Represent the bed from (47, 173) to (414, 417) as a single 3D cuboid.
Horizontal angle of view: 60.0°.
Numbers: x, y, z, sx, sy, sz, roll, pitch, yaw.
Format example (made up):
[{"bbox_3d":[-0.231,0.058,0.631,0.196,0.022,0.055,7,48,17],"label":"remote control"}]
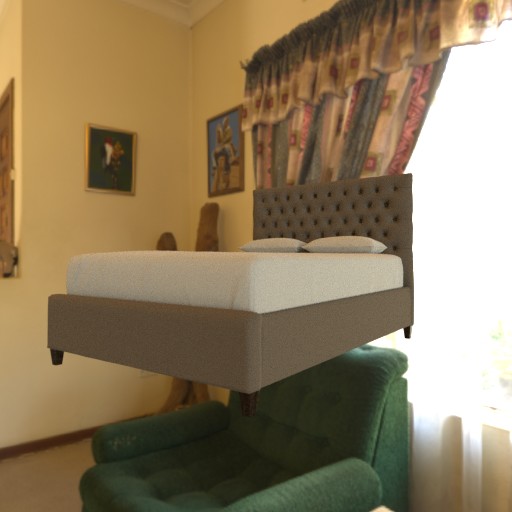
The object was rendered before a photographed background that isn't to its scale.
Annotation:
[{"bbox_3d":[0.000,0.000,3.375,1.698,1.427,2.387,0,0,36],"label":"bed"}]
